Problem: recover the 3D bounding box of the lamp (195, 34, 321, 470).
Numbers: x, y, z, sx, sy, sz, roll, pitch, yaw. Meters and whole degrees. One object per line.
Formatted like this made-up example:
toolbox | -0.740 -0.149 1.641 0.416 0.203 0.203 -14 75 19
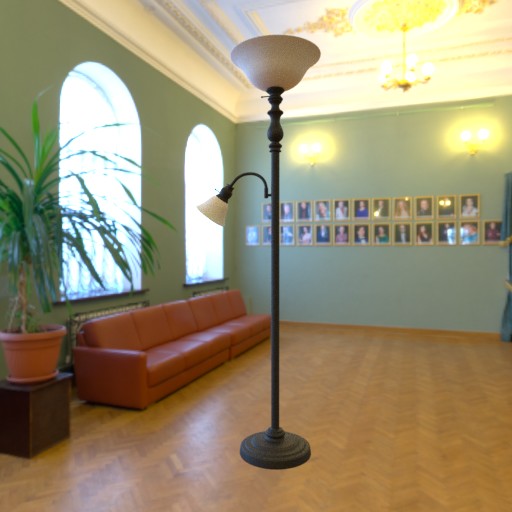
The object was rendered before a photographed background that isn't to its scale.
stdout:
lamp | 0.000 0.000 2.026 0.588 1.793 0.405 0 0 18
